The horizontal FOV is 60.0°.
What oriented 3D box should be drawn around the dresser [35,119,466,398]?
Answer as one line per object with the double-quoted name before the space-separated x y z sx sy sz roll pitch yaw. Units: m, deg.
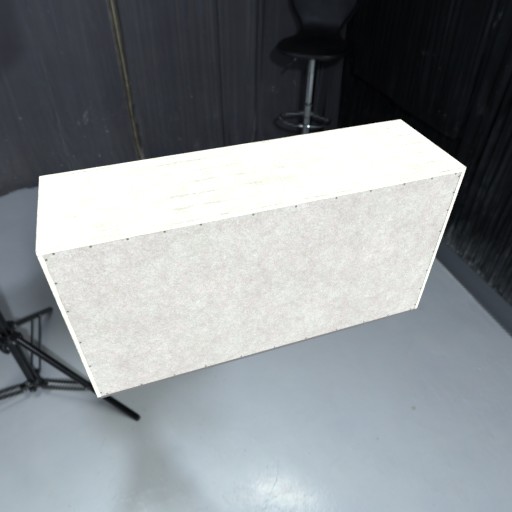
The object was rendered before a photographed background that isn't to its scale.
"dresser" 0.000 0.000 2.051 1.628 0.889 0.483 -13 43 -14
